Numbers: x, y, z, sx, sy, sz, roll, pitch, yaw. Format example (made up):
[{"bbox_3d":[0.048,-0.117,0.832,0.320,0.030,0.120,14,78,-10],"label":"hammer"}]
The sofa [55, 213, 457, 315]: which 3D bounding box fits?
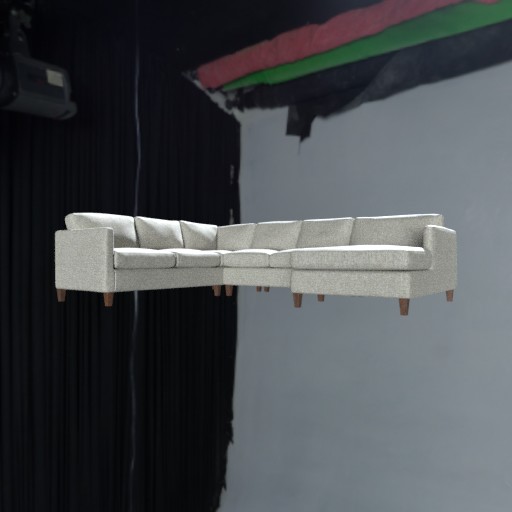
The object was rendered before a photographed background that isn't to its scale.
[{"bbox_3d":[0.000,0.000,4.684,3.460,0.959,2.593,0,-1,36],"label":"sofa"}]
